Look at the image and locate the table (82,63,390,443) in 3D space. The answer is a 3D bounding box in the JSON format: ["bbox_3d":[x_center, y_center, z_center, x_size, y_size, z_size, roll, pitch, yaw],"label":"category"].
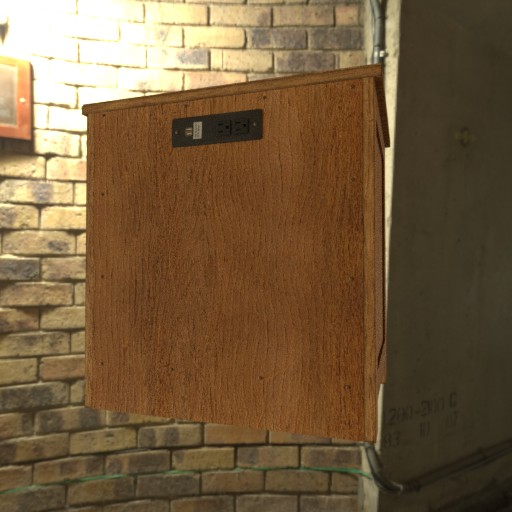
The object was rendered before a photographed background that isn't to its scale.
[{"bbox_3d":[0.000,0.000,1.050,0.601,0.625,0.494,0,-1,18],"label":"table"}]
